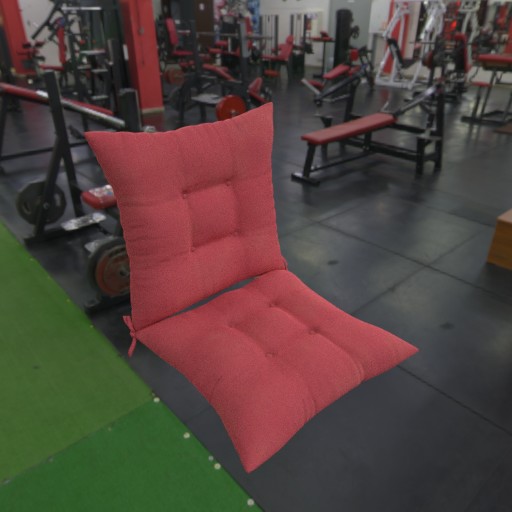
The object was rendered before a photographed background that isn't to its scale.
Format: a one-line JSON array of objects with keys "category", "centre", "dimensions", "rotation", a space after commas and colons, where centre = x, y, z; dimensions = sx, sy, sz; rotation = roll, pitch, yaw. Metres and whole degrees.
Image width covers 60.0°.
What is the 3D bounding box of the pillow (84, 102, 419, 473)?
[{"category": "pillow", "centre": [0.000, 0.000, 0.989], "dimensions": [0.541, 0.536, 0.585], "rotation": [-21, 35, -33]}]
